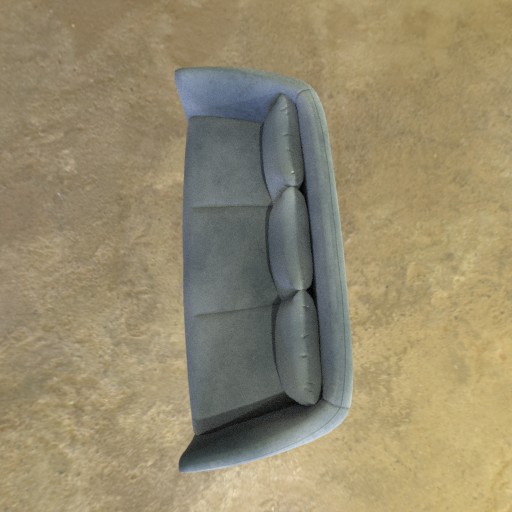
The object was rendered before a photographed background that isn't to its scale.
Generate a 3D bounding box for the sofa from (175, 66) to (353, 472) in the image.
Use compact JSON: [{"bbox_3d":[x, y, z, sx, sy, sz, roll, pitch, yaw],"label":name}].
[{"bbox_3d":[0.000,0.000,2.496,0.849,0.795,2.095,-3,75,-1],"label":"sofa"}]
